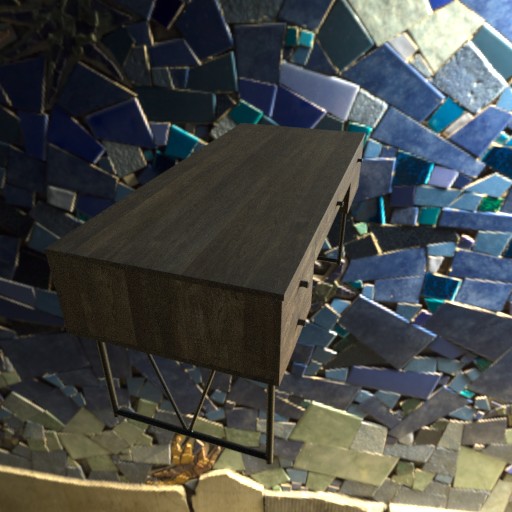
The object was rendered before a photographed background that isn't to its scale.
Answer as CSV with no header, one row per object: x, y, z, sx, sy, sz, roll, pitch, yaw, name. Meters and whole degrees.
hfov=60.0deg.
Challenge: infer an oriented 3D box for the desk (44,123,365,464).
0.000,0.000,2.011,0.730,0.780,1.600,10,31,16,desk
